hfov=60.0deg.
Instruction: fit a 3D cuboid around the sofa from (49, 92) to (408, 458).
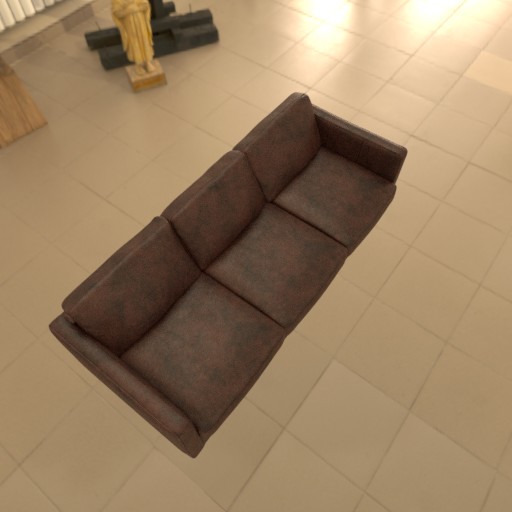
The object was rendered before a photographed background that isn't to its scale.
[{"bbox_3d":[0.000,0.000,3.046,1.045,1.006,2.464,32,63,19],"label":"sofa"}]
